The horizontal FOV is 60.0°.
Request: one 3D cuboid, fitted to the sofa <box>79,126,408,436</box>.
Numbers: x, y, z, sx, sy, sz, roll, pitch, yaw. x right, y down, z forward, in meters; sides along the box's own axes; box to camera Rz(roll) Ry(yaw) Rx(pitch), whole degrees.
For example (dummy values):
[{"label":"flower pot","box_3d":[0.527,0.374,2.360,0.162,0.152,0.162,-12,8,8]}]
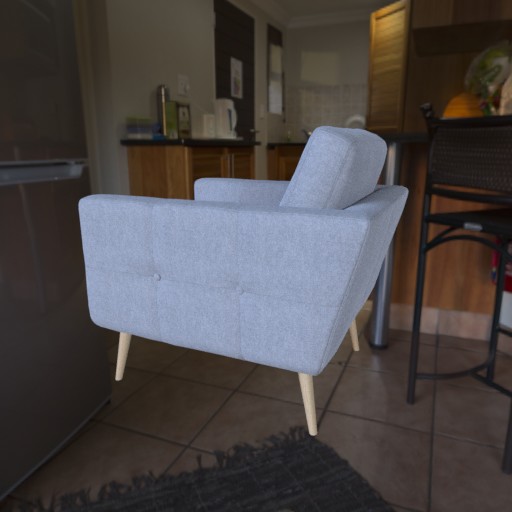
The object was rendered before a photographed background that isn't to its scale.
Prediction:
[{"label":"sofa","box_3d":[0.000,0.000,1.554,0.920,0.860,0.770,7,16,24]}]
